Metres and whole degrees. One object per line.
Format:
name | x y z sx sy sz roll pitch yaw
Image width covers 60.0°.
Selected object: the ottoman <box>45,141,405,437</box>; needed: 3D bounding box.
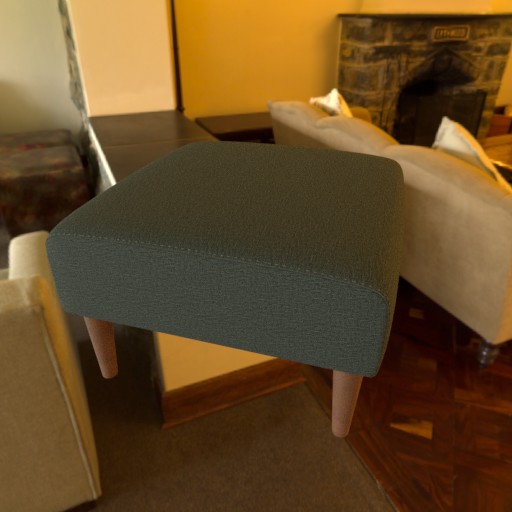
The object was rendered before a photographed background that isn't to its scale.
ottoman | 0.000 0.000 1.064 0.649 0.398 0.650 9 31 15
